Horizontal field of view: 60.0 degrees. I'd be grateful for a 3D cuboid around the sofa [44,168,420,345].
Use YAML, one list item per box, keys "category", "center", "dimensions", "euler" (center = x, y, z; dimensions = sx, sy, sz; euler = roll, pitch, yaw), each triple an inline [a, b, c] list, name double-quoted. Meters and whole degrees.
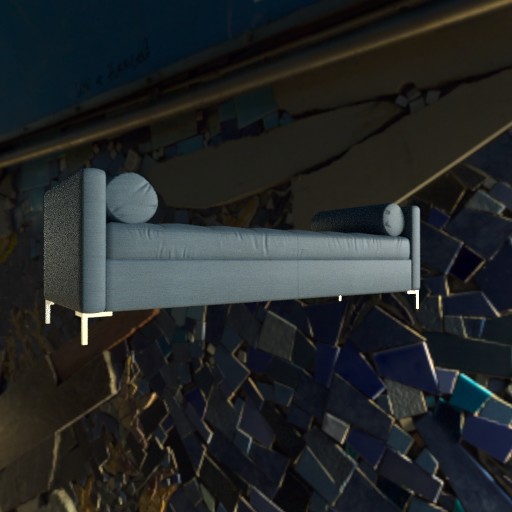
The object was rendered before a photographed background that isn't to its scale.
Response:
- category: "sofa"
  center: [0.000, 0.000, 2.392]
  dimensions: [1.981, 0.635, 0.686]
  euler: [0, 0, -36]
